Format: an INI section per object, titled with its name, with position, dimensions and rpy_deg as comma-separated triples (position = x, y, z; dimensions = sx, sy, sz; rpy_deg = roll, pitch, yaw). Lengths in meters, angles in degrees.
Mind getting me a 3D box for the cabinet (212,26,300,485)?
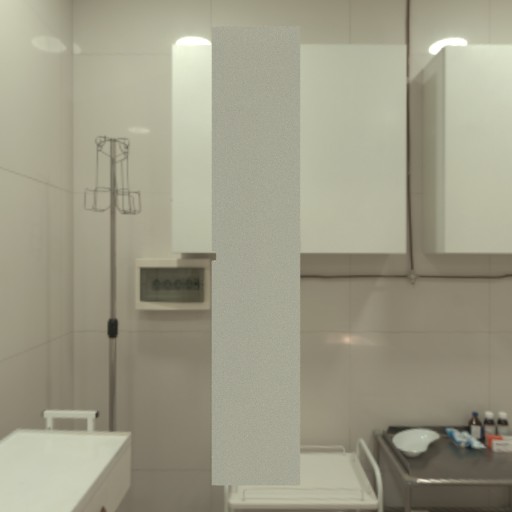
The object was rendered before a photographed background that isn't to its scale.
[cabinet]
position = 0.000, 0.000, 1.502
dimensions = 0.270, 1.400, 0.300
rpy_deg = 0, 0, 0
